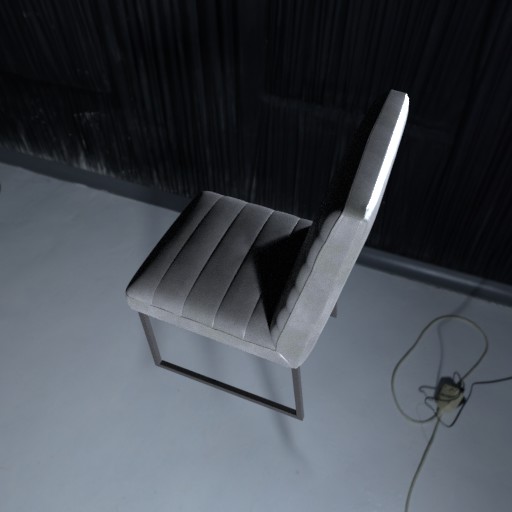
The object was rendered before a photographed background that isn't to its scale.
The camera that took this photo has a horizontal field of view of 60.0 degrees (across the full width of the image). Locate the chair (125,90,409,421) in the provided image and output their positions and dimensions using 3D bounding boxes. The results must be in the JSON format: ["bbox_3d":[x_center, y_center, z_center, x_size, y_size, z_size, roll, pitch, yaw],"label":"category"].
[{"bbox_3d":[0.000,0.000,1.332,0.634,0.930,0.520,16,49,15],"label":"chair"}]
